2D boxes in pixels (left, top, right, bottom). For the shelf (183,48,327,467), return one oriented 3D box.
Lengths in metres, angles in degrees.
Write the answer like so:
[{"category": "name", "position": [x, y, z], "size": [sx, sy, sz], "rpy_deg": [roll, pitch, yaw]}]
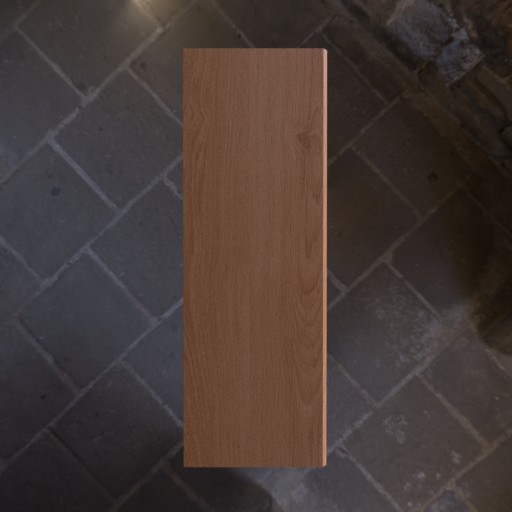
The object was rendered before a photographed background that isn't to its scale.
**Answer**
[{"category": "shelf", "position": [0.000, 0.000, 1.379], "size": [0.291, 0.980, 0.840], "rpy_deg": [0, 91, 0]}]
